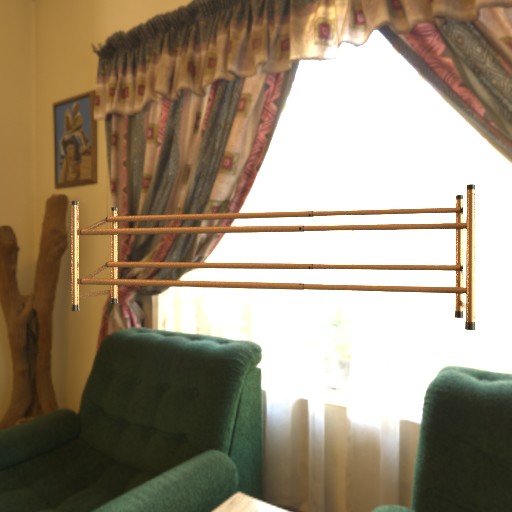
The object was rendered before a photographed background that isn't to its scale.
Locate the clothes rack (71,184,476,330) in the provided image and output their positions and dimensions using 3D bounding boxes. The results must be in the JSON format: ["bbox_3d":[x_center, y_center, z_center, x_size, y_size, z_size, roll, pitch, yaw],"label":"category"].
[{"bbox_3d":[0.000,0.000,1.334,1.168,0.349,0.229,0,1,18],"label":"clothes rack"}]
